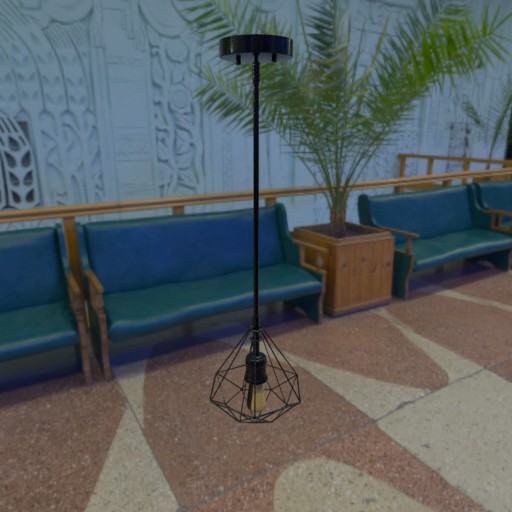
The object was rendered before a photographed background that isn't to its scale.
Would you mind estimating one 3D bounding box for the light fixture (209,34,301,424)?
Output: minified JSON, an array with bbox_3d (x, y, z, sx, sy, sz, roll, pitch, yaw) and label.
[{"bbox_3d":[0.000,0.000,1.998,0.487,1.764,0.431,-9,18,-27],"label":"light fixture"}]
